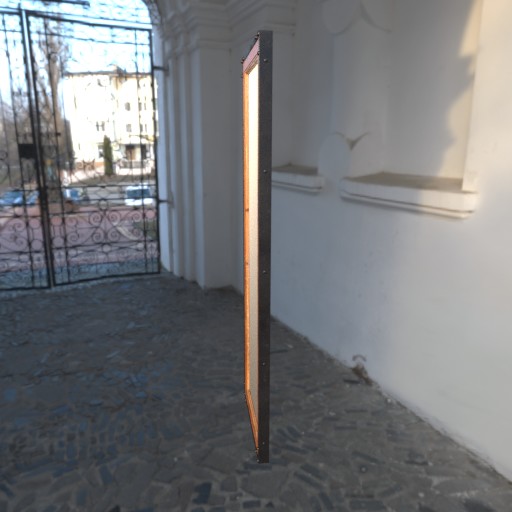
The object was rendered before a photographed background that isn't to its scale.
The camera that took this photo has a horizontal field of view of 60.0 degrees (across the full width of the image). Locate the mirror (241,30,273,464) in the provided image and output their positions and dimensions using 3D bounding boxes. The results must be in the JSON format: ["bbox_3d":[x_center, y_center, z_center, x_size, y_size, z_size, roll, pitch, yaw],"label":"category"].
[{"bbox_3d":[0.000,0.000,1.239,0.042,1.080,0.354,-2,14,-7],"label":"mirror"}]
